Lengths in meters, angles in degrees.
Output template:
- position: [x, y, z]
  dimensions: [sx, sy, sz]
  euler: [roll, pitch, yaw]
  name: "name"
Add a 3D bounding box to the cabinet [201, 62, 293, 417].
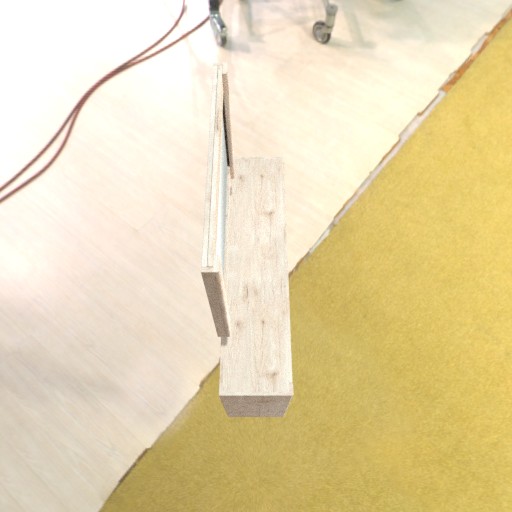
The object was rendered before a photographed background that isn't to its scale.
- position: [0.000, 0.000, 2.824]
  dimensions: [0.420, 1.981, 1.700]
  euler: [0, 63, 0]
  name: "cabinet"
